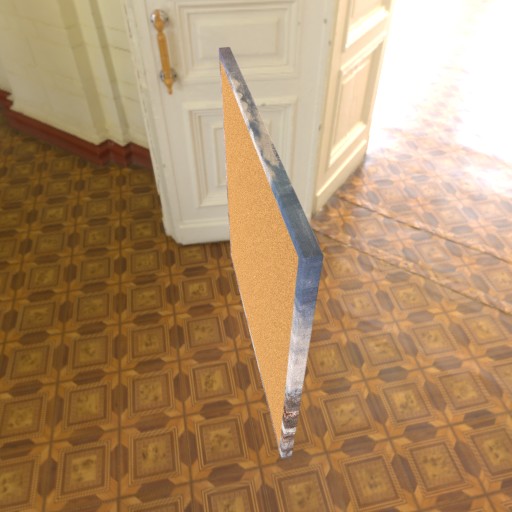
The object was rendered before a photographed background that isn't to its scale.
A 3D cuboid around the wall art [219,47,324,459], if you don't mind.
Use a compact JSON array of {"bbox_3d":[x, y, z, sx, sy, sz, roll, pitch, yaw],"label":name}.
[{"bbox_3d":[0.000,0.000,1.529,0.040,1.020,1.010,-9,47,-9],"label":"wall art"}]
